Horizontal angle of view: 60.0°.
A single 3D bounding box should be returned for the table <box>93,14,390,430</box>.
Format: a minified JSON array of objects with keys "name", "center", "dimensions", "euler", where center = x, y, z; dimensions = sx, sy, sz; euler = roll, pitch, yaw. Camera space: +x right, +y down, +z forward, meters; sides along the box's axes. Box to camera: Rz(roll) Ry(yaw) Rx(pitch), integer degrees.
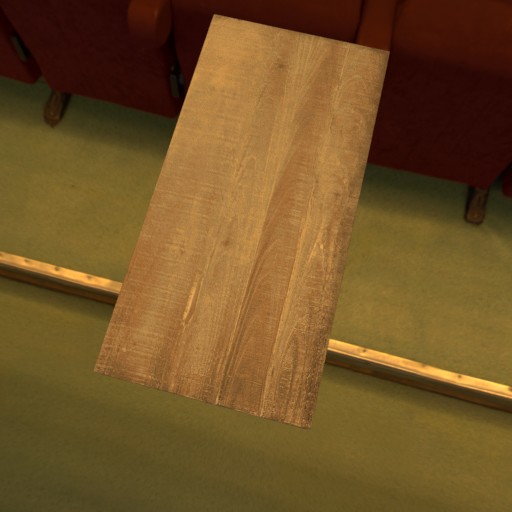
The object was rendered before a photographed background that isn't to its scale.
[{"name":"table","center":[0.000,0.000,0.998],"dimensions":[0.300,0.701,0.599],"euler":[14,76,4]}]
